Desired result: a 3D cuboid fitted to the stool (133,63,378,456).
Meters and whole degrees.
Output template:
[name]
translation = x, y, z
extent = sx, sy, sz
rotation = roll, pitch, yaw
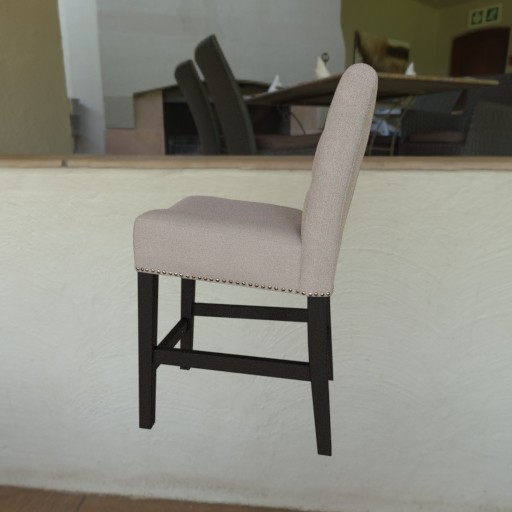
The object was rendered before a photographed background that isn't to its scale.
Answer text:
[stool]
translation = 0.000, 0.000, 1.184
extent = 0.571, 0.885, 0.427
rotation = 2, 14, 9
